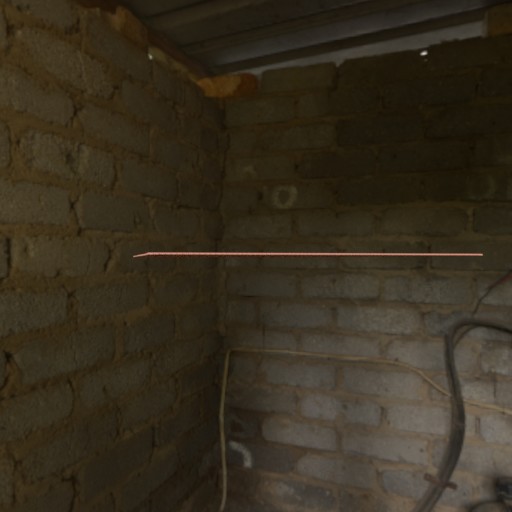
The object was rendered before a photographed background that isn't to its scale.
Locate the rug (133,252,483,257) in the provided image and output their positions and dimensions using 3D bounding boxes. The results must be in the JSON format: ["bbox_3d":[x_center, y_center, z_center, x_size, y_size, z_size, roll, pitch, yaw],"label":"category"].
[{"bbox_3d":[0.000,0.000,2.351,1.217,0.007,1.828,0,0,-17],"label":"rug"}]
